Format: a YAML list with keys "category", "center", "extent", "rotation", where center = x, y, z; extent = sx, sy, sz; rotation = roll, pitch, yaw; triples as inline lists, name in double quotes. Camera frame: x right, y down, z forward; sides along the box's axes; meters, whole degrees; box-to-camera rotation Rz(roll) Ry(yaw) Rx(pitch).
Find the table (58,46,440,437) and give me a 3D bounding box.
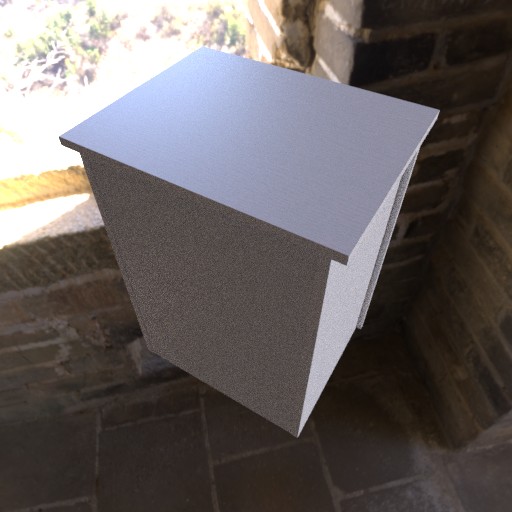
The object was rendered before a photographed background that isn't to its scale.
- category: "table"
  center: [0.000, 0.000, 0.940]
  extent: [0.480, 0.635, 0.381]
  rotation: [24, 52, 20]
